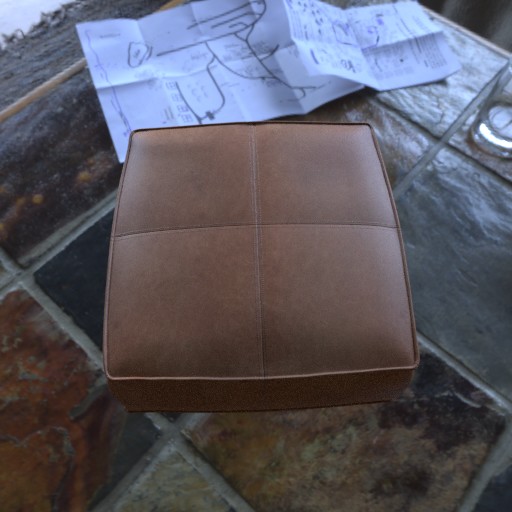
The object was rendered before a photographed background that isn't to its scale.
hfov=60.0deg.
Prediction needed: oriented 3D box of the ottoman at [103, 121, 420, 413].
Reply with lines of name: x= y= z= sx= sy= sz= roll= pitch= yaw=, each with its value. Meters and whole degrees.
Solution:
ottoman: x=0.000 y=0.000 z=1.404 sx=0.901 sy=0.395 sz=0.902 roll=-2 pitch=64 yaw=-1
